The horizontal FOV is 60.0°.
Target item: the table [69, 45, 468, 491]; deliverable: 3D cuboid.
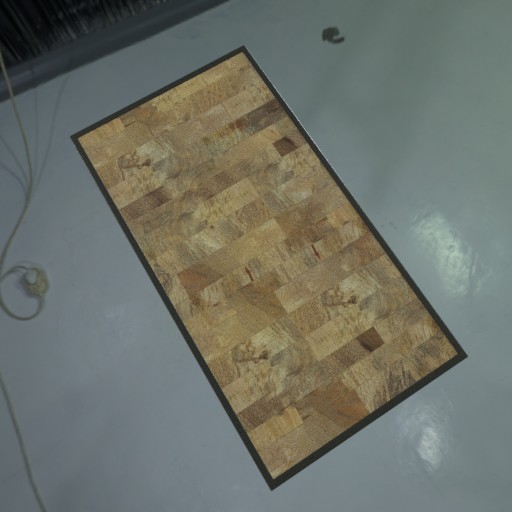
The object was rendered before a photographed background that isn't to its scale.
[{"bbox_3d":[0.000,0.000,1.508,0.649,0.398,1.199,-31,78,-8],"label":"table"}]
